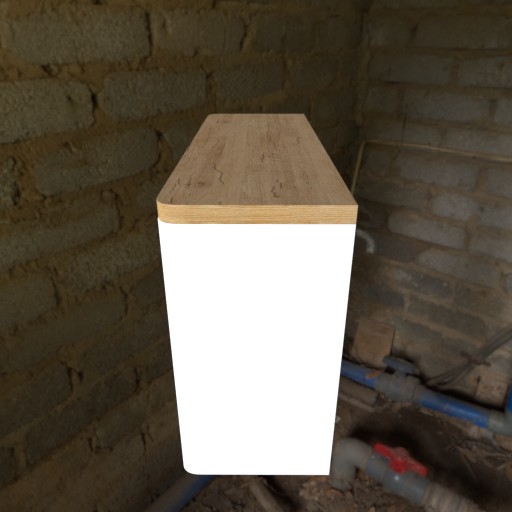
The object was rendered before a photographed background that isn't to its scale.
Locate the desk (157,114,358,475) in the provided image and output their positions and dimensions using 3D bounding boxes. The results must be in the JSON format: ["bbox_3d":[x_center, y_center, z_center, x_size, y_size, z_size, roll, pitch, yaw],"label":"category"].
[{"bbox_3d":[0.000,0.000,1.500,0.390,0.760,1.100,0,26,0],"label":"desk"}]
